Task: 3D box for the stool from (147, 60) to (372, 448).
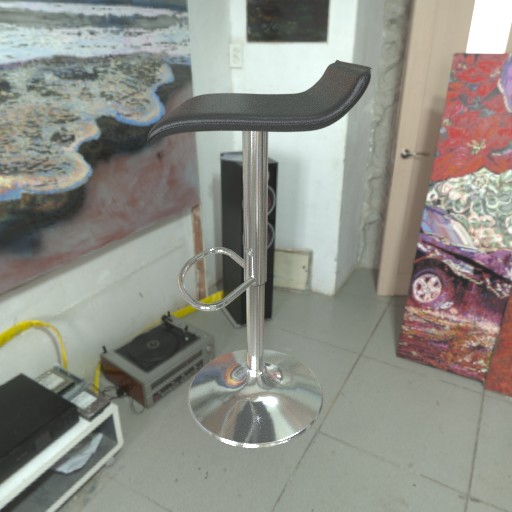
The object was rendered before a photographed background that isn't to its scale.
[{"bbox_3d":[0.000,0.000,1.063,0.381,0.851,0.381,0,26,0],"label":"stool"}]
